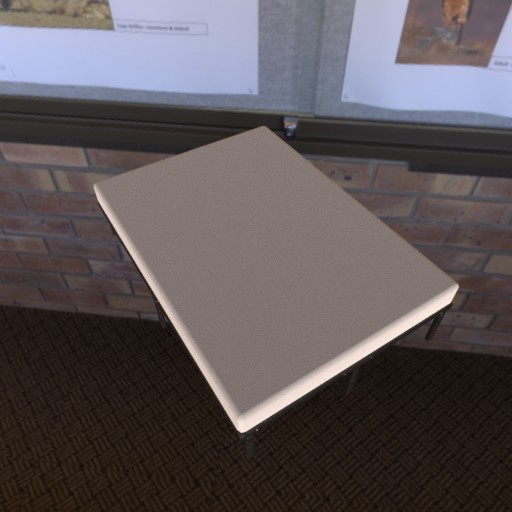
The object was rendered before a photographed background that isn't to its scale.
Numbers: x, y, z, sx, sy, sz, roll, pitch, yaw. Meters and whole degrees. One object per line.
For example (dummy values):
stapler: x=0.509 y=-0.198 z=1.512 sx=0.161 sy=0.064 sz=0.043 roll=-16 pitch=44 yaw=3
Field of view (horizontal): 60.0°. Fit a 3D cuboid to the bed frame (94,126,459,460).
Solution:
bed frame: x=0.000 y=0.000 z=3.866 sx=2.205 sy=0.680 sz=2.842 roll=-19 pitch=50 yaw=-17
